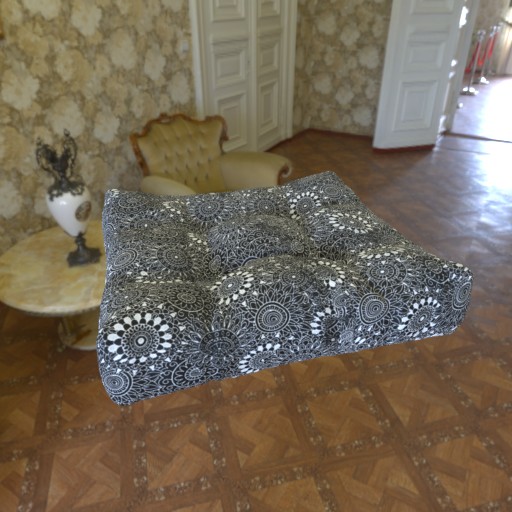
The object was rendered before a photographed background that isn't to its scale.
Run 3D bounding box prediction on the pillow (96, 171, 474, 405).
[{"bbox_3d":[0.000,0.000,0.733,0.490,0.128,0.468,-8,31,-14],"label":"pillow"}]
